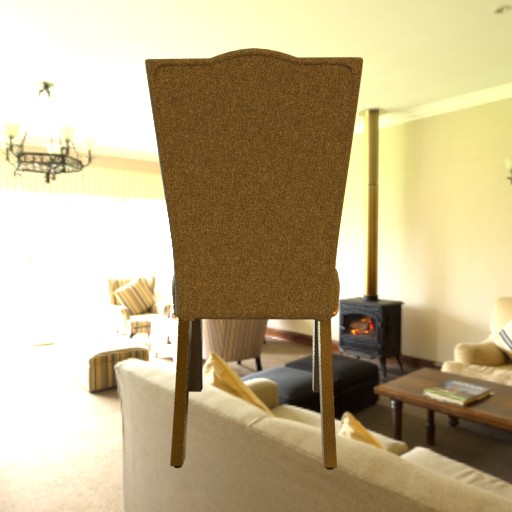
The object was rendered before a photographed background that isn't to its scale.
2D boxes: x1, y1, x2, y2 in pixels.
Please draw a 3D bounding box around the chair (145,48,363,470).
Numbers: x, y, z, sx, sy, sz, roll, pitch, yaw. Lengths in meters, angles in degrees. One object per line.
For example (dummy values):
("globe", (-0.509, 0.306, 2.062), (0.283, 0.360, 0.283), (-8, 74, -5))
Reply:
("chair", (0.000, 0.000, 1.269), (0.518, 0.946, 0.589), (0, 1, 1))
